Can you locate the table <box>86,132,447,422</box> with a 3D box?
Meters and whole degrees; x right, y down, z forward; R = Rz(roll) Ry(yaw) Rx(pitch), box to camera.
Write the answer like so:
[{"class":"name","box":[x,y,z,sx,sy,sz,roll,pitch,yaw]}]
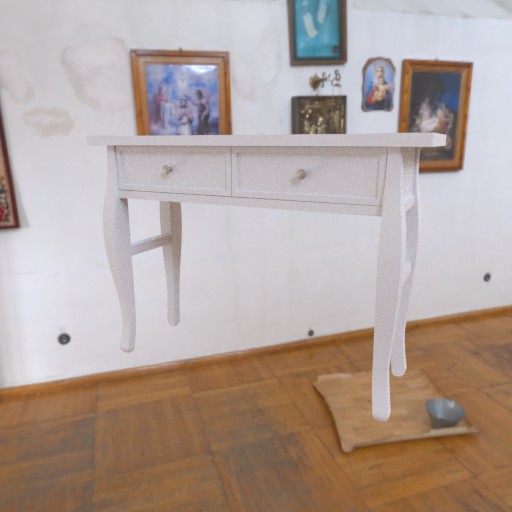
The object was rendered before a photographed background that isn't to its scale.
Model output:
[{"class":"table","box":[0.000,0.000,1.462,1.062,0.768,0.373,7,16,26]}]
